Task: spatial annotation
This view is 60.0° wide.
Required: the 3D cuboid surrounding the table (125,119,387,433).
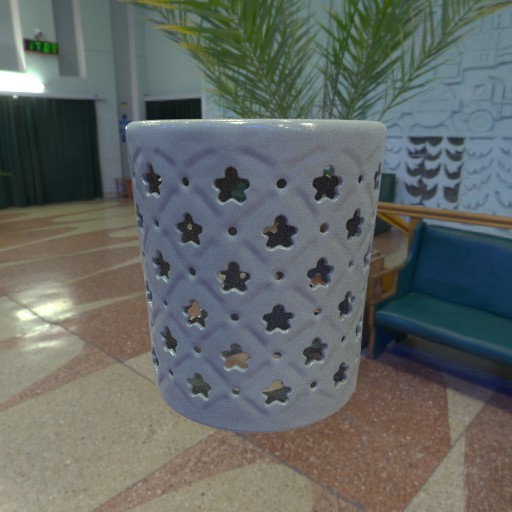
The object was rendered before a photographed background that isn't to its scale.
[{"bbox_3d":[0.000,0.000,0.663,0.352,0.387,0.352,0,15,0],"label":"table"}]
